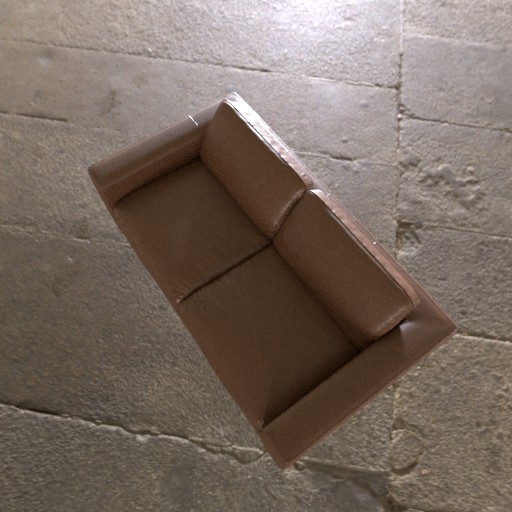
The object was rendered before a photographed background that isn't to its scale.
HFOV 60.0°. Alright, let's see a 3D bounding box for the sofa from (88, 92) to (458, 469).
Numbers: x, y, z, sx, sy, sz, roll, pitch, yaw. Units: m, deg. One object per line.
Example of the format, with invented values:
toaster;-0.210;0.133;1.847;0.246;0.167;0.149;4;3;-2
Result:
sofa;0.000;0.000;2.474;1.070;0.800;1.920;-33;68;-15
